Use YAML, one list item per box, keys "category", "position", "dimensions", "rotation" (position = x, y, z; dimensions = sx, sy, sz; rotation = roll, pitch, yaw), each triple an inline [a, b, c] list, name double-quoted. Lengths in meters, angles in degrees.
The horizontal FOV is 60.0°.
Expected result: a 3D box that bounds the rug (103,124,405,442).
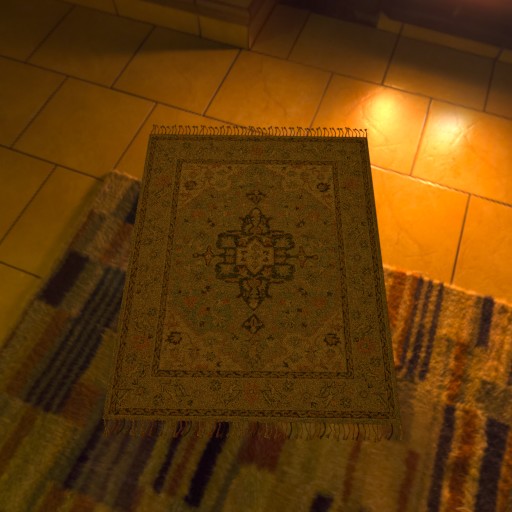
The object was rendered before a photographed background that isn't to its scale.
- category: "rug"
  position: [0.000, 0.000, 3.451]
  dimensions: [1.971, 0.010, 2.651]
  rotation: [1, 63, 0]
